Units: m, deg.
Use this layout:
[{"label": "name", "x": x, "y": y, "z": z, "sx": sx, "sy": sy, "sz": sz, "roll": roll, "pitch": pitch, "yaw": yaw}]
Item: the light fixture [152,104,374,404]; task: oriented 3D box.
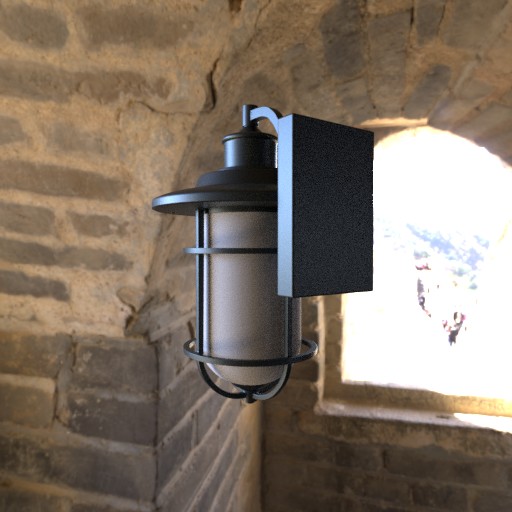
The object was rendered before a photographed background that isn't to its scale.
[{"label": "light fixture", "x": 0.000, "y": 0.000, "z": 0.506, "sx": 0.222, "sy": 0.345, "sz": 0.252, "roll": -1, "pitch": 1, "yaw": -36}]
